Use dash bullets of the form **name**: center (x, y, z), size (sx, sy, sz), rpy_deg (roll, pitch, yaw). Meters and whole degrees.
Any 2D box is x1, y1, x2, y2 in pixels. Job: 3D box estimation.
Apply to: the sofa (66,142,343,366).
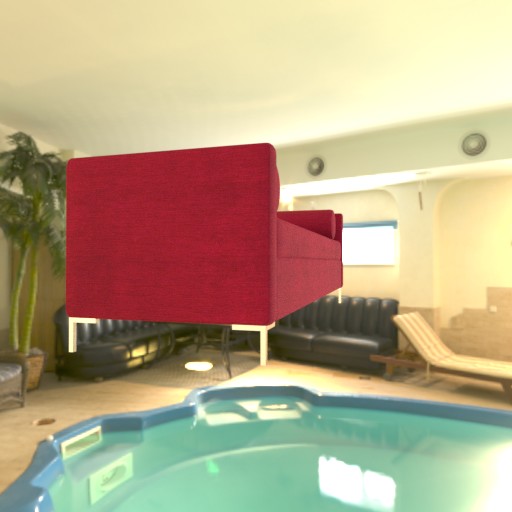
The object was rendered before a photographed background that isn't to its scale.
- **sofa**: center (0.000, 0.000, 2.263), size (0.686, 0.635, 1.981), rpy_deg (0, -1, 17)
